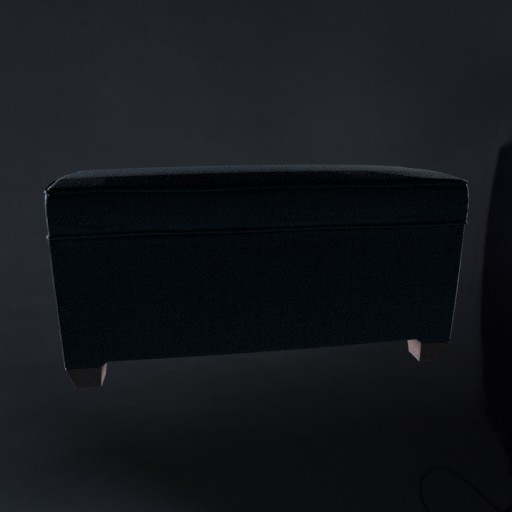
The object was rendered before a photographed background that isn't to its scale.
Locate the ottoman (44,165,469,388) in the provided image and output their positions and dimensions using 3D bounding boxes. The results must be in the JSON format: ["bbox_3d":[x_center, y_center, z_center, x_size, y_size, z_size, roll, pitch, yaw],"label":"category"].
[{"bbox_3d":[0.000,0.000,1.200,0.943,0.474,0.474,-2,16,-8],"label":"ottoman"}]
